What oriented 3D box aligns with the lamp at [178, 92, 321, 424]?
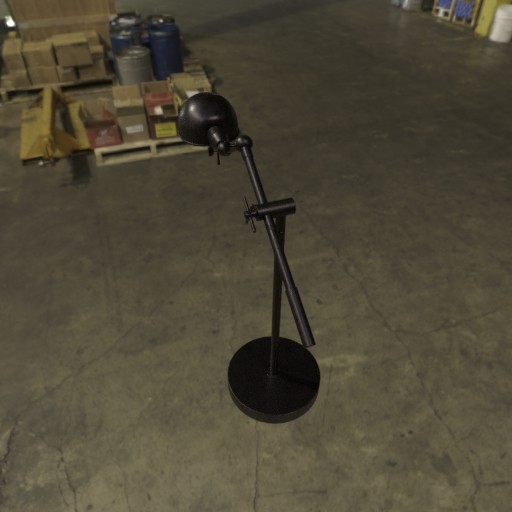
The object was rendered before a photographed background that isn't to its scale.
[{"bbox_3d":[0.000,0.000,0.821,0.185,0.495,0.567,-13,42,-14],"label":"lamp"}]
